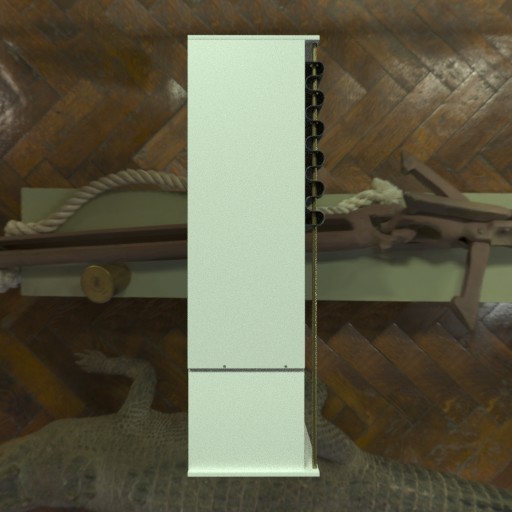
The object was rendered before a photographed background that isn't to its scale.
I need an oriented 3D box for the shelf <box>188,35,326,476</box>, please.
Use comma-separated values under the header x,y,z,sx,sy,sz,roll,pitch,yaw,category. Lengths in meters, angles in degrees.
x,y,z,sx,sy,sz,roll,pitch,yaw,category
0.000,0.000,2.509,0.500,1.810,1.600,0,90,0,shelf
